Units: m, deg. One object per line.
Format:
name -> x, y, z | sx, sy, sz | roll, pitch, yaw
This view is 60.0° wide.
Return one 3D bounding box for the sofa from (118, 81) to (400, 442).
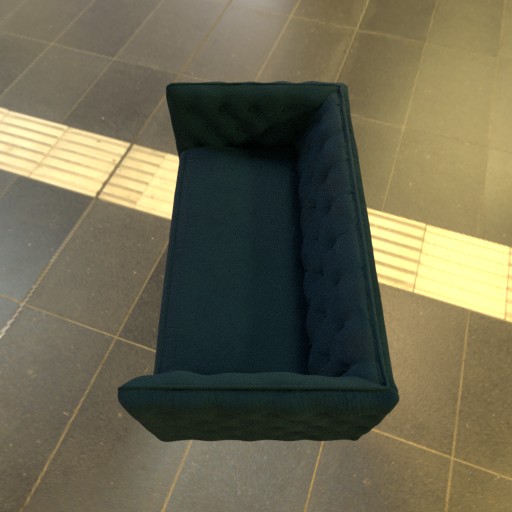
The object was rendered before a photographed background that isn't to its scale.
sofa -> 0.000, 0.000, 2.088 | 0.909, 0.810, 1.583 | 0, 59, 0
